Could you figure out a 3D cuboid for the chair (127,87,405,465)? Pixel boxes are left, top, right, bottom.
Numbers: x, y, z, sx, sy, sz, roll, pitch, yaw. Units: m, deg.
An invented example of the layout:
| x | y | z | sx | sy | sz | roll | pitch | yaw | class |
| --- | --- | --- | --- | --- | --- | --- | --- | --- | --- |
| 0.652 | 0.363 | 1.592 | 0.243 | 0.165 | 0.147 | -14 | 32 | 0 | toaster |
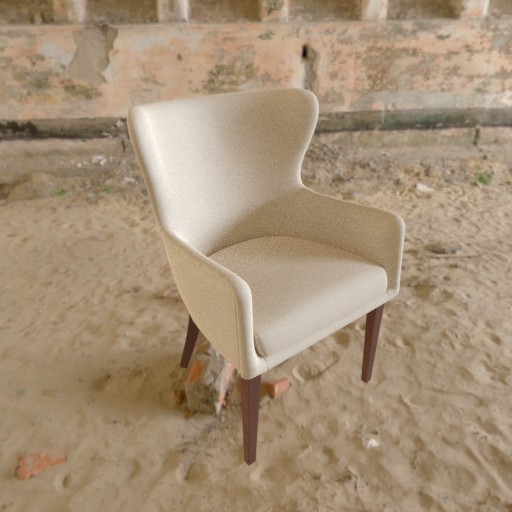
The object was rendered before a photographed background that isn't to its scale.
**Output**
| x | y | z | sx | sy | sz | roll | pitch | yaw | class |
| --- | --- | --- | --- | --- | --- | --- | --- | --- | --- |
| 0.000 | 0.000 | 1.510 | 0.696 | 0.990 | 0.744 | -21 | 35 | -33 | chair |
